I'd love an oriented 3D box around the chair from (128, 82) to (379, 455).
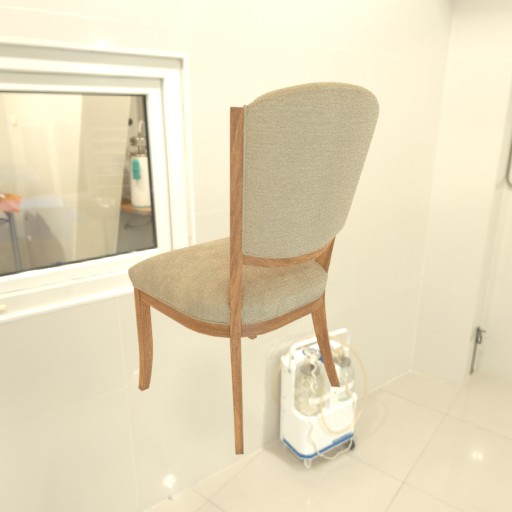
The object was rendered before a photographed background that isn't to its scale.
[{"bbox_3d":[0.000,0.000,1.272,0.513,0.905,0.584,-16,24,-42],"label":"chair"}]
